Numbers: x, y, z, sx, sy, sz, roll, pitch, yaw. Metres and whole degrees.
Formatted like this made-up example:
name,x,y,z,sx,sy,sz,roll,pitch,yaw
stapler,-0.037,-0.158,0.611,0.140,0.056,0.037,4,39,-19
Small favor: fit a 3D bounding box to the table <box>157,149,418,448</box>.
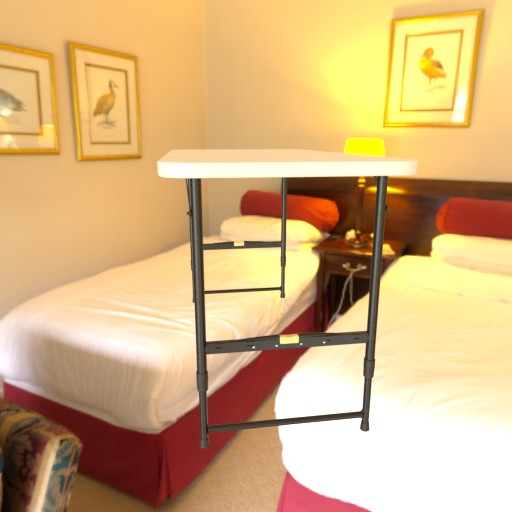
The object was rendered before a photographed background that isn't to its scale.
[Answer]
name,x,y,z,sx,sy,sz,roll,pitch,yaw
table,0.000,0.000,1.626,0.610,0.737,1.219,-2,15,-9
